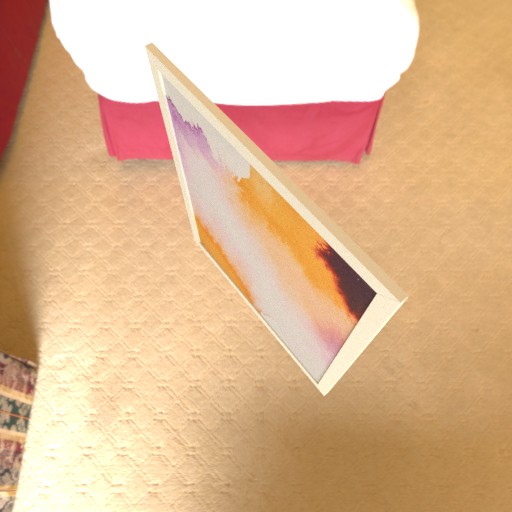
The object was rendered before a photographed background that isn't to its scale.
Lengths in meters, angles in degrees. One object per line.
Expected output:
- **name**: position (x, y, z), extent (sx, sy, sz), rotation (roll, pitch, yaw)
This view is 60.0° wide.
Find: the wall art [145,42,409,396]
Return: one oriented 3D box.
- **wall art**: position (0.000, 0.000, 0.778), extent (0.012, 0.557, 0.482), rotation (-35, 68, -16)
